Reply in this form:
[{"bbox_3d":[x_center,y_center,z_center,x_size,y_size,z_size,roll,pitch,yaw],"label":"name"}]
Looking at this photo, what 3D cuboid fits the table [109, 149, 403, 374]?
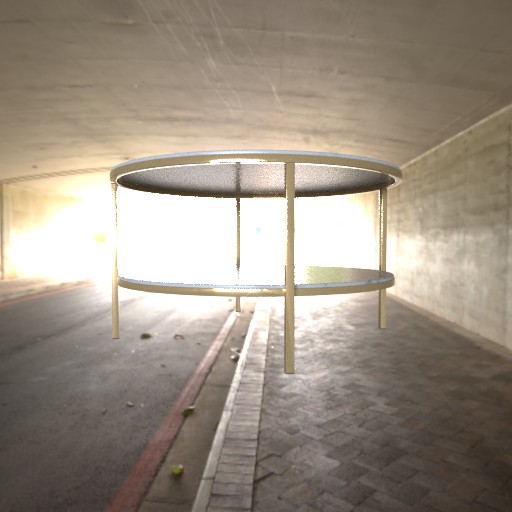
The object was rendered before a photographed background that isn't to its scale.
[{"bbox_3d":[0.000,0.000,1.282,0.800,0.450,0.800,0,2,0],"label":"table"}]
